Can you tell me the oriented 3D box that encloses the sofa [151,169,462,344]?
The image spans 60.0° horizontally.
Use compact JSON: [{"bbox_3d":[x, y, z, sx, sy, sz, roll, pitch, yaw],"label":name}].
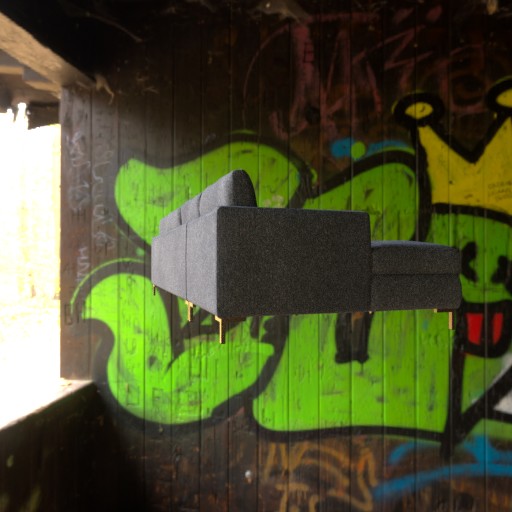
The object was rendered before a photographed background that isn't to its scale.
[{"bbox_3d":[0.000,0.000,3.514,1.350,0.810,2.932,0,-1,-19],"label":"sofa"}]
